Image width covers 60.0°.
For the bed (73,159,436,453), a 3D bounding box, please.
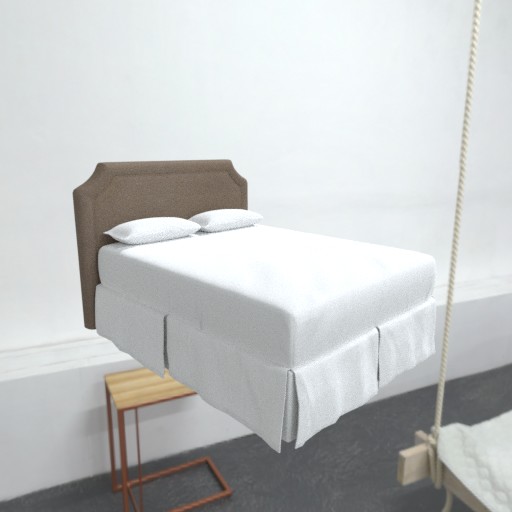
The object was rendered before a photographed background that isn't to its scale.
[{"bbox_3d":[0.000,0.000,3.156,1.693,1.290,2.116,-13,19,-43],"label":"bed"}]
